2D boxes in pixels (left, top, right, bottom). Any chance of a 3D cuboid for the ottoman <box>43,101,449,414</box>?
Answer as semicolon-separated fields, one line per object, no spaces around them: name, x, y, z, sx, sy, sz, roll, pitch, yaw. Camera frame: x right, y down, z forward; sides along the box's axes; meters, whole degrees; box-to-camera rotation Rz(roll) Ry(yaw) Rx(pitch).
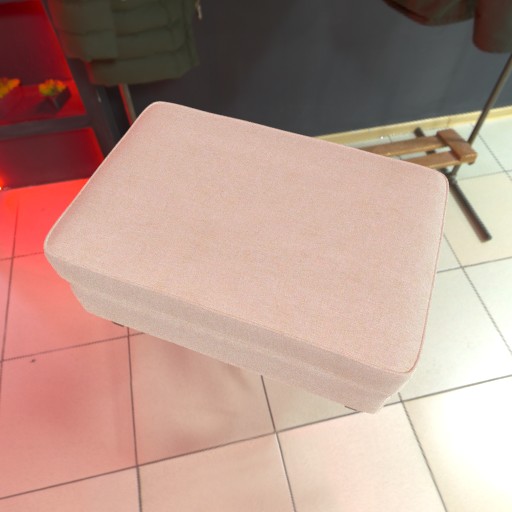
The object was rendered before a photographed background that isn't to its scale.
ottoman;0.000;0.000;1.226;0.862;0.484;0.583;17;58;11
